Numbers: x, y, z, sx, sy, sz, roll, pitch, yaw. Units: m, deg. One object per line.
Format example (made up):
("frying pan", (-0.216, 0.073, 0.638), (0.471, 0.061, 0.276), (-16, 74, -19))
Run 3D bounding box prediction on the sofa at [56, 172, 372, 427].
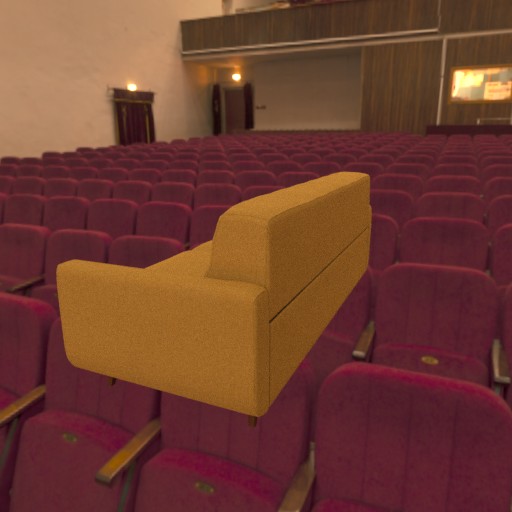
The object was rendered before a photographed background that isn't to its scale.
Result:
("sofa", (0.000, 0.000, 2.477), (0.909, 0.841, 2.029), (7, 17, 23))
